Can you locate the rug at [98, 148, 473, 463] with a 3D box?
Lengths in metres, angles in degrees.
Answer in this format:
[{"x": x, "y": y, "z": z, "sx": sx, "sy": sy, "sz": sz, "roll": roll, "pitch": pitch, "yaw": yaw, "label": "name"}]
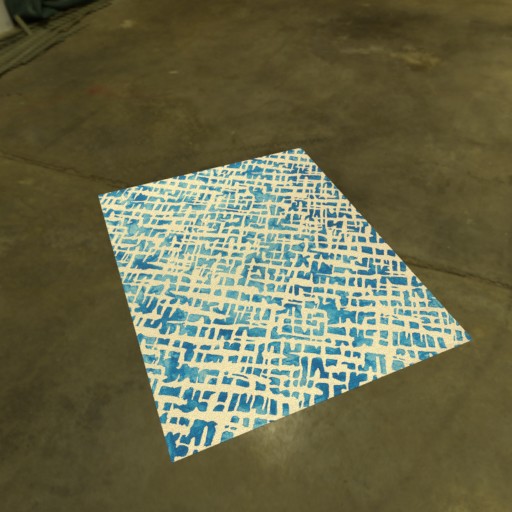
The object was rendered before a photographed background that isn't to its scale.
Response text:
[{"x": 0.000, "y": 0.000, "z": 4.118, "sx": 2.435, "sy": 0.007, "sz": 3.007, "roll": -16, "pitch": 48, "yaw": -16, "label": "rug"}]
